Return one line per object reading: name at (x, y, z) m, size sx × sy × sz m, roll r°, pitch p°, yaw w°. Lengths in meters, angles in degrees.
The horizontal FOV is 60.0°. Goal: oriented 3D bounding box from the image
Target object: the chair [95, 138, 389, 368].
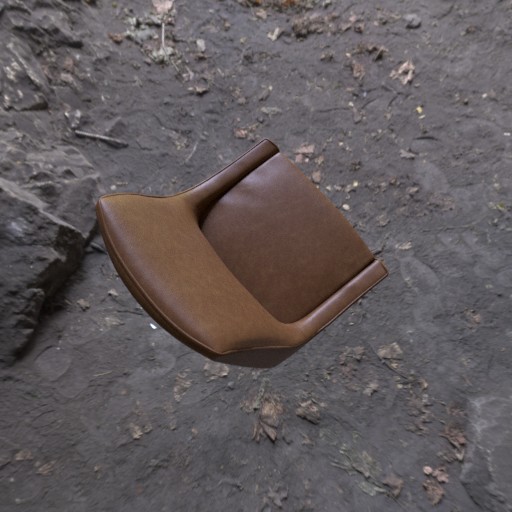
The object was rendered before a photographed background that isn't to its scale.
chair at (0.000, 0.000, 1.194) m, size 0.544 × 0.861 × 0.529 m, roll -38°, pitch 79°, yaw -9°
